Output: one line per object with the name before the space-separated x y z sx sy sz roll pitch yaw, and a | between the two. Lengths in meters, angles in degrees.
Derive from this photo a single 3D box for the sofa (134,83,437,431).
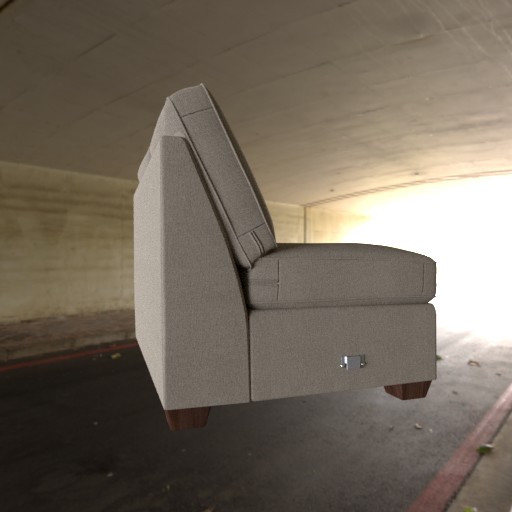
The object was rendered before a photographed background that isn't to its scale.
sofa | 0.000 0.000 1.966 0.978 1.006 1.232 0 0 -19
